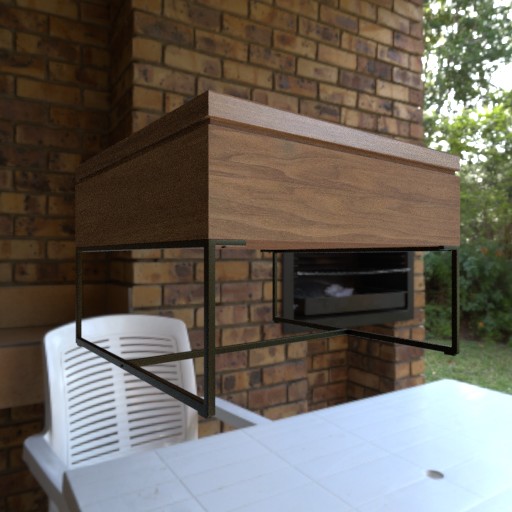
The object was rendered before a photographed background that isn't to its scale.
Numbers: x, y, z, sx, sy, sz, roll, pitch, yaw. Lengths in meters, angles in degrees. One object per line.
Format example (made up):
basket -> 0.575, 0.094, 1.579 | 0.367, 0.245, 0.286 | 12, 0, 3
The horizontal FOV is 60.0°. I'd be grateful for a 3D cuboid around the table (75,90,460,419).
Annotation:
table -> 0.000, 0.000, 1.093 | 0.679, 0.464, 0.676 | 0, 0, -37
